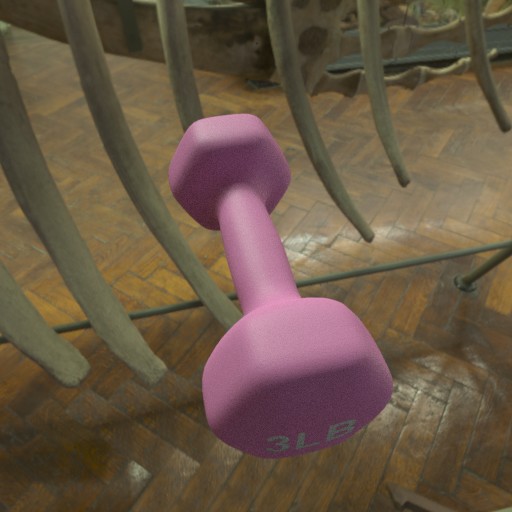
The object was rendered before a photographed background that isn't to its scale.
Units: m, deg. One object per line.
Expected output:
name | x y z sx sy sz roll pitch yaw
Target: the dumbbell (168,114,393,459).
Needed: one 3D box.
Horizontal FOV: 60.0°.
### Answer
dumbbell | 0.000 0.000 0.190 0.064 0.058 0.159 -9 47 -9
